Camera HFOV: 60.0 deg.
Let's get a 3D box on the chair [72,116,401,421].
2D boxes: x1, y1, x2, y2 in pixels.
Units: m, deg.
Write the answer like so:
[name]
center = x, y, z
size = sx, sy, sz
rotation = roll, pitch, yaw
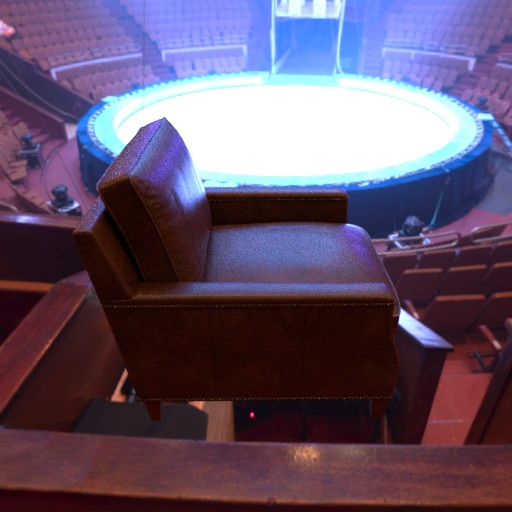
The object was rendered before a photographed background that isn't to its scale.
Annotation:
[chair]
center = 0.000, 0.000, 1.734
size = 1.014, 0.929, 0.853
rotation = 0, 32, -1
